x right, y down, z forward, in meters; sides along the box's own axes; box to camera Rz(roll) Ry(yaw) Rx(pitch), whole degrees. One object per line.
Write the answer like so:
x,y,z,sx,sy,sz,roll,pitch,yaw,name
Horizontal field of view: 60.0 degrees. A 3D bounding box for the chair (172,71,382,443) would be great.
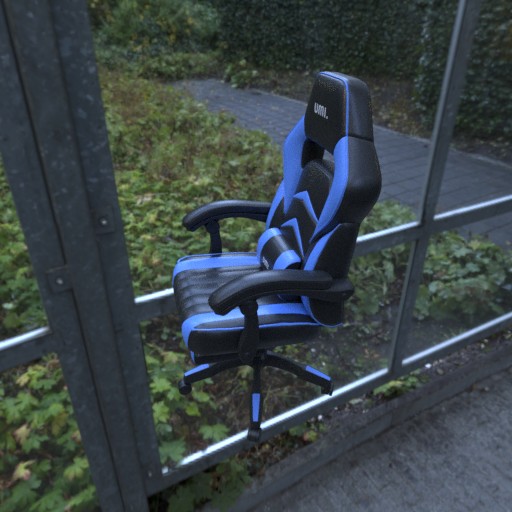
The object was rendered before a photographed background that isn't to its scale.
0.000,0.000,1.700,0.700,1.280,0.700,-8,31,-14,chair
